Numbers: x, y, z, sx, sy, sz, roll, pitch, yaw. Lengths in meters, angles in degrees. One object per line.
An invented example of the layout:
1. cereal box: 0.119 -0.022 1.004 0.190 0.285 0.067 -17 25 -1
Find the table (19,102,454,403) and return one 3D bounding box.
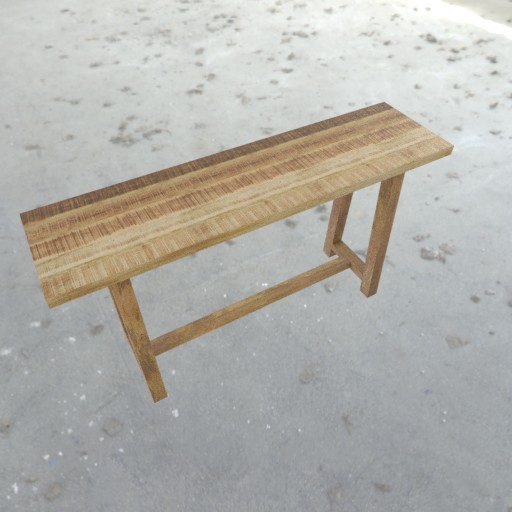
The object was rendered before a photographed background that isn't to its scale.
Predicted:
1. table: 0.000 0.000 1.858 1.524 0.810 0.405 -22 50 -20
